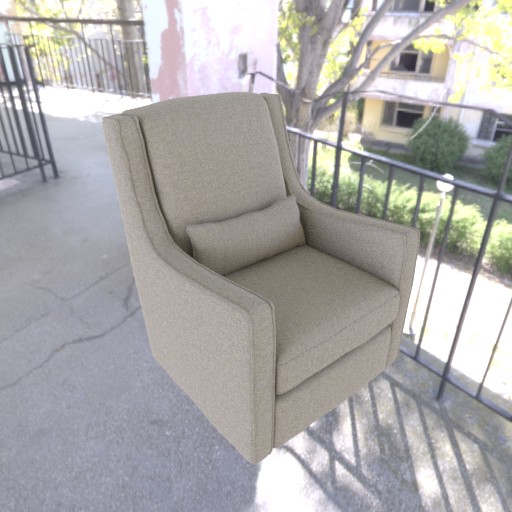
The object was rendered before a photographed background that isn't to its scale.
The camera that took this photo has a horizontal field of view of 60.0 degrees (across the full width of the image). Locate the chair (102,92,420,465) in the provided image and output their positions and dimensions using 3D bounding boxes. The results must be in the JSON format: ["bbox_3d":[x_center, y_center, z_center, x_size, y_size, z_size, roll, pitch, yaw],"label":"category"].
[{"bbox_3d":[0.000,0.000,1.581,0.732,0.993,0.879,-22,37,-34],"label":"chair"}]
